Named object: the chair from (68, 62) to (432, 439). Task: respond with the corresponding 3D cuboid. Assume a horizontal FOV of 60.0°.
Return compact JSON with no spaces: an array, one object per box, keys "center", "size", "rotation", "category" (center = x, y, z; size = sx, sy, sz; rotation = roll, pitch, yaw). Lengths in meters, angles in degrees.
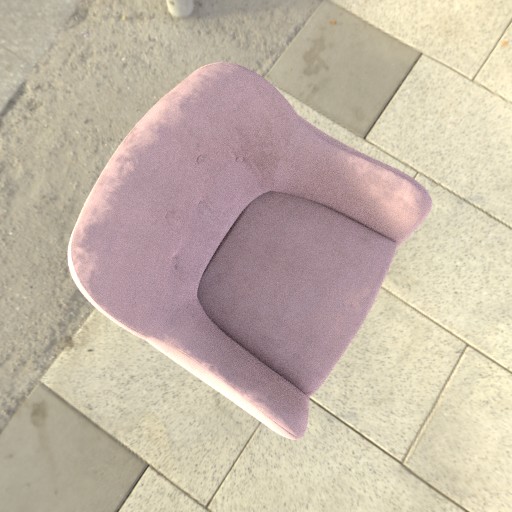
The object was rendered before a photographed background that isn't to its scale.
[{"center":[0.000,0.000,1.480],"size":[0.820,0.820,0.840],"rotation":[31,79,7],"category":"chair"}]
